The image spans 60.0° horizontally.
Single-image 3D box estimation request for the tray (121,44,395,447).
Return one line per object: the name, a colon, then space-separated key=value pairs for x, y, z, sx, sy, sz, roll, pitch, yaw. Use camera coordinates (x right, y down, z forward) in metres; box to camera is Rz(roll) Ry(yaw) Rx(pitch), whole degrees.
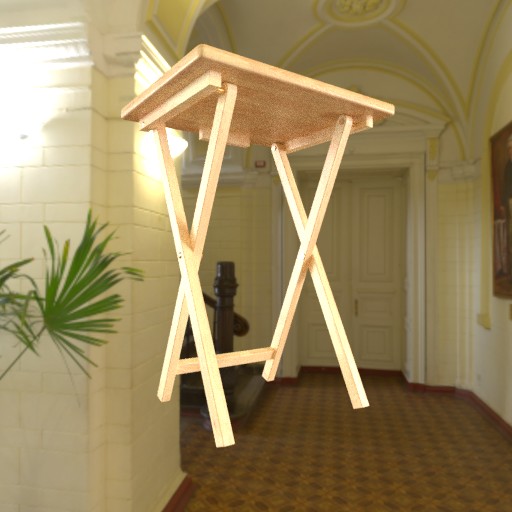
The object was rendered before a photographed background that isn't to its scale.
tray: x=0.000 y=0.000 z=0.981 sx=0.483 sy=0.660 sz=0.381 roll=0 pitch=-1 yaw=-35
